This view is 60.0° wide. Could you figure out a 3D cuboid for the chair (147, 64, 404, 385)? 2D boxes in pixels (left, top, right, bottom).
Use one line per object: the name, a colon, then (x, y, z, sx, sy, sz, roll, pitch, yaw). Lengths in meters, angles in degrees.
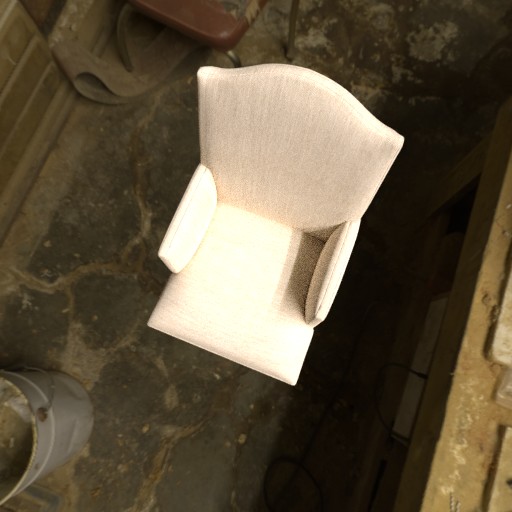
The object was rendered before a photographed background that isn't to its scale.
chair: (0.000, 0.000, 1.382, 0.533, 1.016, 0.641, 21, 76, 5)
